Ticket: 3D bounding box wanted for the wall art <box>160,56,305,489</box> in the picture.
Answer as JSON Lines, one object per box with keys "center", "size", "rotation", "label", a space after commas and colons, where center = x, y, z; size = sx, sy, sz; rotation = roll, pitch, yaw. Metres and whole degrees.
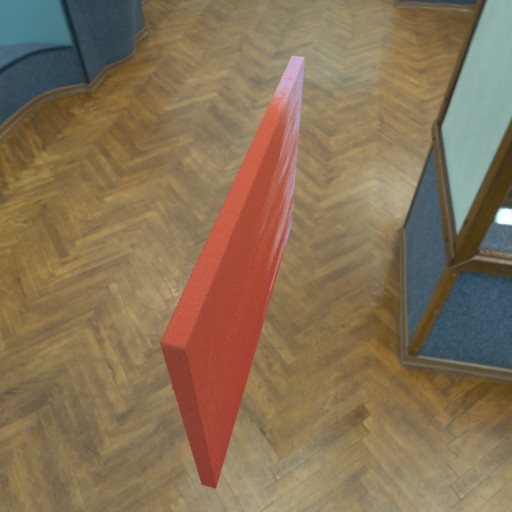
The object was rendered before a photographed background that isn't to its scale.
{"center": [0.000, 0.000, 1.097], "size": [0.040, 0.609, 0.913], "rotation": [10, 48, 10], "label": "wall art"}
